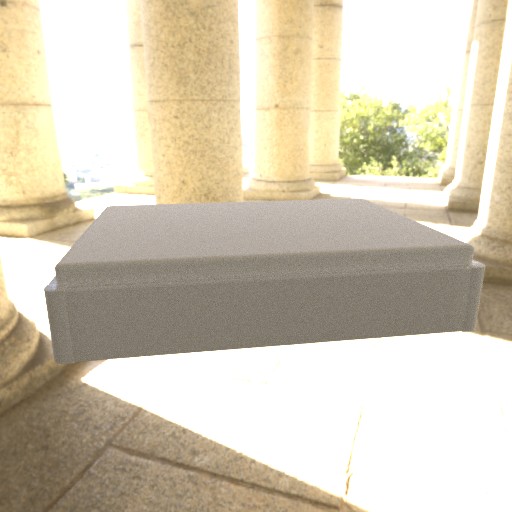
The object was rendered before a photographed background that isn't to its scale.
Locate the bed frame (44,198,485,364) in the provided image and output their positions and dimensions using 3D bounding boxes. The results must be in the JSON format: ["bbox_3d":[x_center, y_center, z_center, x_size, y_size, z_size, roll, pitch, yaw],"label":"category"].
[{"bbox_3d":[0.000,0.000,2.538,1.900,0.406,1.400,-3,17,-9],"label":"bed frame"}]
